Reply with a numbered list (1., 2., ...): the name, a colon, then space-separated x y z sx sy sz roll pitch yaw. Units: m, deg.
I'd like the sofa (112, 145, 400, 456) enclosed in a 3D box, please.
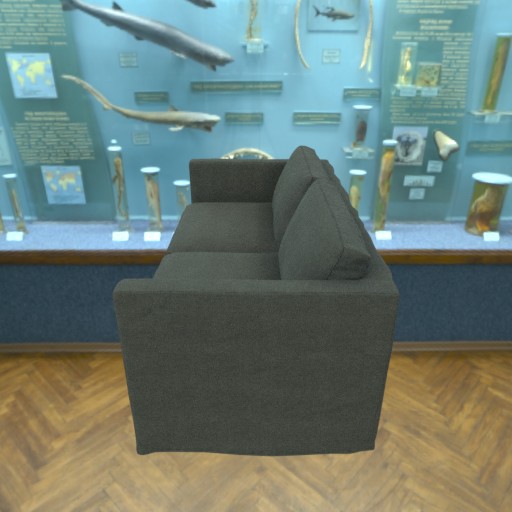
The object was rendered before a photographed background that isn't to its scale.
1. sofa: 0.000 0.000 2.337 0.974 0.854 1.802 0 26 1
